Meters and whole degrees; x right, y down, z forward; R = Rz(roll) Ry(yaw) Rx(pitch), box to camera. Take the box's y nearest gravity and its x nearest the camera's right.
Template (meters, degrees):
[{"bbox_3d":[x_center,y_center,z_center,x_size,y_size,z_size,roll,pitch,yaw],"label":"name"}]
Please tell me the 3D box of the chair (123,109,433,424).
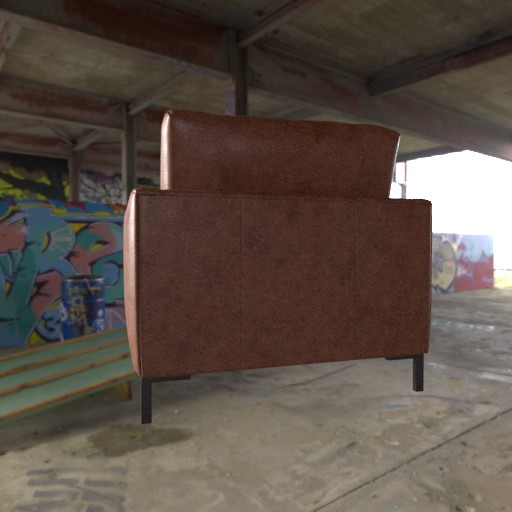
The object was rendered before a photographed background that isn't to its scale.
[{"bbox_3d":[0.000,0.000,1.690,0.967,0.869,0.862,0,1,-18],"label":"chair"}]
